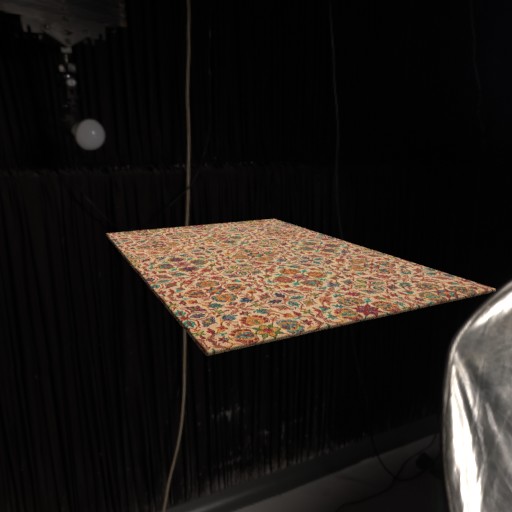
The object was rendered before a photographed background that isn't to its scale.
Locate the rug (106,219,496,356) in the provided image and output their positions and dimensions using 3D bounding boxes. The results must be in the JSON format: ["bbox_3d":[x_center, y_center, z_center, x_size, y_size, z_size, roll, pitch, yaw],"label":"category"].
[{"bbox_3d":[0.000,0.000,2.877,1.541,0.018,2.297,-7,16,-26],"label":"rug"}]
